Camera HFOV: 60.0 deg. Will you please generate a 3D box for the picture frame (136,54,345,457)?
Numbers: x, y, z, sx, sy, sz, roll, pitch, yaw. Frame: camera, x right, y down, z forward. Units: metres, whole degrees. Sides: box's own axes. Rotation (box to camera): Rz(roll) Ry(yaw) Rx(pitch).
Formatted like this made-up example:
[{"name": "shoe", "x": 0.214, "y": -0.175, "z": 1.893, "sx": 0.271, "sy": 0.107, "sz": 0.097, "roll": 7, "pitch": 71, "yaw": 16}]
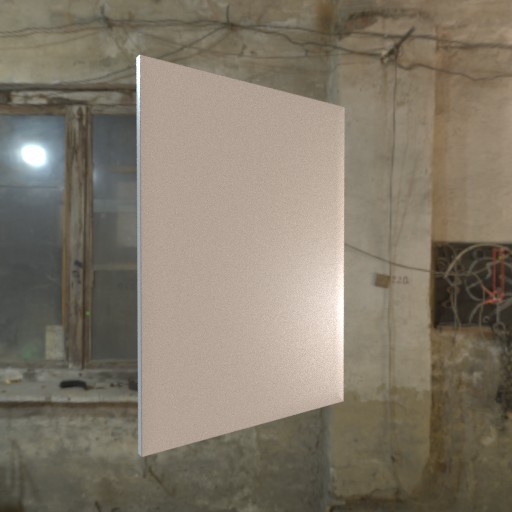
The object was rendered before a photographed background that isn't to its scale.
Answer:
[{"name": "picture frame", "x": 0.000, "y": 0.000, "z": 0.699, "sx": 0.381, "sy": 0.534, "sz": 0.012, "roll": -1, "pitch": 1, "yaw": -35}]
